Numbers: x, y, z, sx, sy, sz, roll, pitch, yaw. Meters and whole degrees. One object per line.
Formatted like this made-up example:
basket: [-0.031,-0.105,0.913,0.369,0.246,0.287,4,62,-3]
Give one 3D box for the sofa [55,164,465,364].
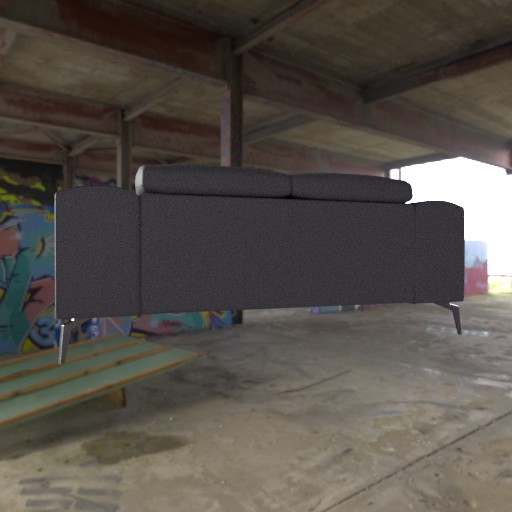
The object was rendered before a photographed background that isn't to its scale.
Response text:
sofa: [0.000,0.000,2.367,1.895,0.779,1.003,0,1,-18]
